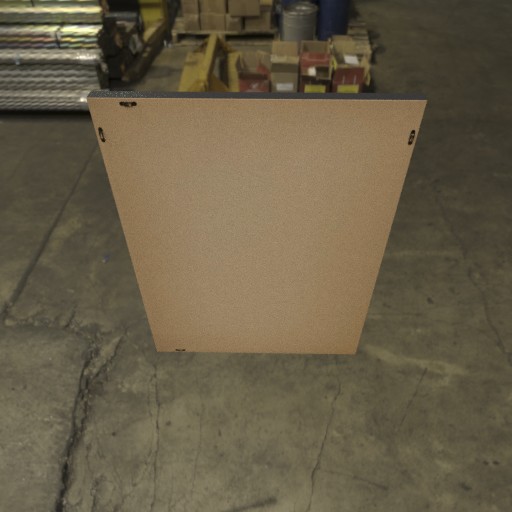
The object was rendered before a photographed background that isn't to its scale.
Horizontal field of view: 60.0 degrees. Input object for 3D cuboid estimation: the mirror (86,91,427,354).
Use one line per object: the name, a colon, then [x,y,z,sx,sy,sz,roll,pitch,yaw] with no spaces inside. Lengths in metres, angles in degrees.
mirror: [0.000,0.000,1.357,0.762,1.016,0.040,1,45,1]
